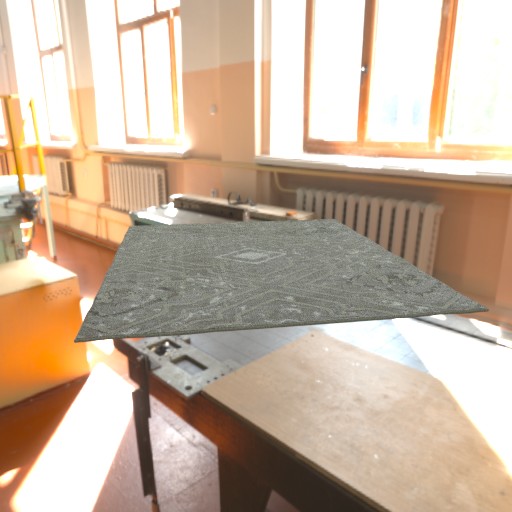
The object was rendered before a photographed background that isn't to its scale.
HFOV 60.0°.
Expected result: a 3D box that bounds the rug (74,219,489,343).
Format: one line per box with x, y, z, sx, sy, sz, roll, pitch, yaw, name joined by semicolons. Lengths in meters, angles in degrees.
0.000;0.000;0.870;0.548;0.006;0.639;-3;16;-9;rug
